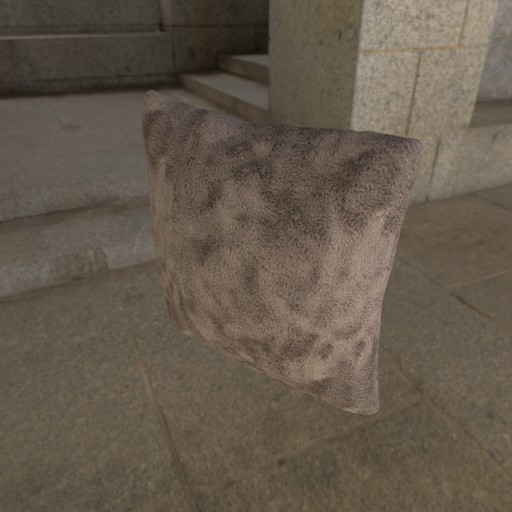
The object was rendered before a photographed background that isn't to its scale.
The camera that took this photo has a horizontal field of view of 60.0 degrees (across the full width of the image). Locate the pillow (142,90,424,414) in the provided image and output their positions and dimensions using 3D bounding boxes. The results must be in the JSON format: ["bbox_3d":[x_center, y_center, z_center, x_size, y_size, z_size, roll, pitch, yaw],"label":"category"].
[{"bbox_3d":[0.000,0.000,0.802,0.522,0.520,0.204,19,35,30],"label":"pillow"}]
